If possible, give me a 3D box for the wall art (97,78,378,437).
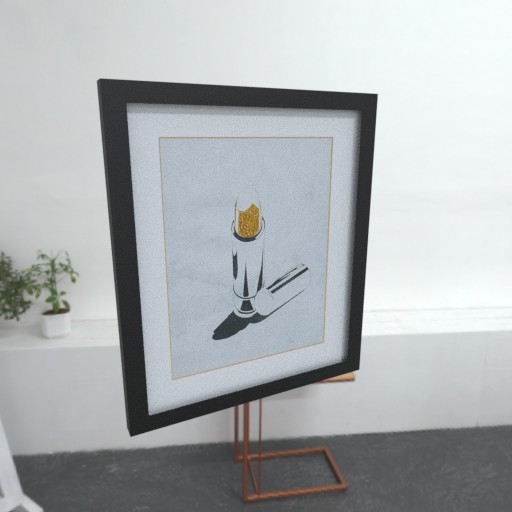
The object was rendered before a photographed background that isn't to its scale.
[{"bbox_3d":[0.000,0.000,0.535,0.330,0.381,0.019,-8,17,-26],"label":"wall art"}]
